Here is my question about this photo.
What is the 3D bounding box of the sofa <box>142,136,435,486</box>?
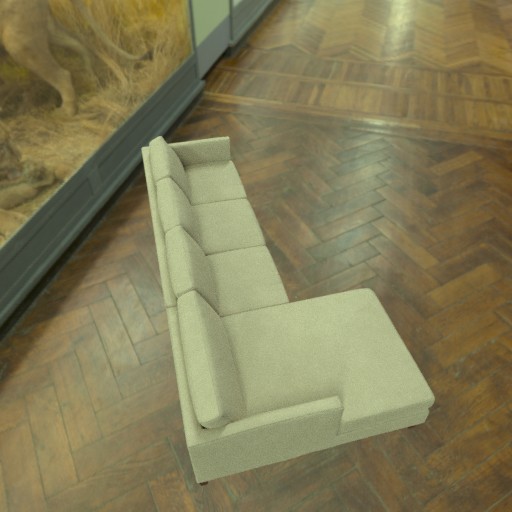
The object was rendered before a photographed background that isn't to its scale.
[{"bbox_3d":[0.000,0.000,3.813,1.625,0.846,3.186,-11,46,-10],"label":"sofa"}]
